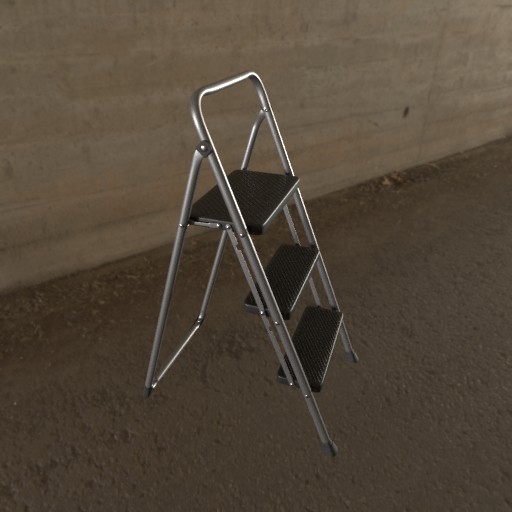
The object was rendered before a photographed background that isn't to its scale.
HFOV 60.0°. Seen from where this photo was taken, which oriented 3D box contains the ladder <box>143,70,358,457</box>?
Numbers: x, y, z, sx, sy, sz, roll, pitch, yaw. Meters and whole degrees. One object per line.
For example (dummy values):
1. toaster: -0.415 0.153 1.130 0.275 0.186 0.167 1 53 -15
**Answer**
1. ladder: 0.000 0.000 1.264 0.629 0.945 0.430 10 32 17
